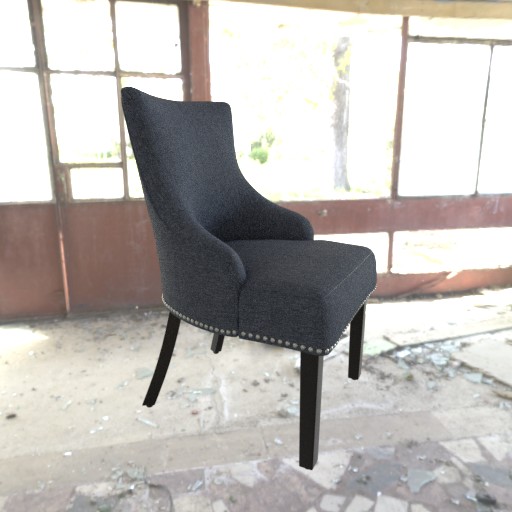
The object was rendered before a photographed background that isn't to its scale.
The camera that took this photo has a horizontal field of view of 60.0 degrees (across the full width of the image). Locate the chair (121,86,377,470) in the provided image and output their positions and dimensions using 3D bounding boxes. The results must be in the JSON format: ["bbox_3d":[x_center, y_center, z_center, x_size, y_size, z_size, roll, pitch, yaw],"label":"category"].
[{"bbox_3d":[0.000,0.000,1.296,0.629,0.909,0.566,7,16,25],"label":"chair"}]
